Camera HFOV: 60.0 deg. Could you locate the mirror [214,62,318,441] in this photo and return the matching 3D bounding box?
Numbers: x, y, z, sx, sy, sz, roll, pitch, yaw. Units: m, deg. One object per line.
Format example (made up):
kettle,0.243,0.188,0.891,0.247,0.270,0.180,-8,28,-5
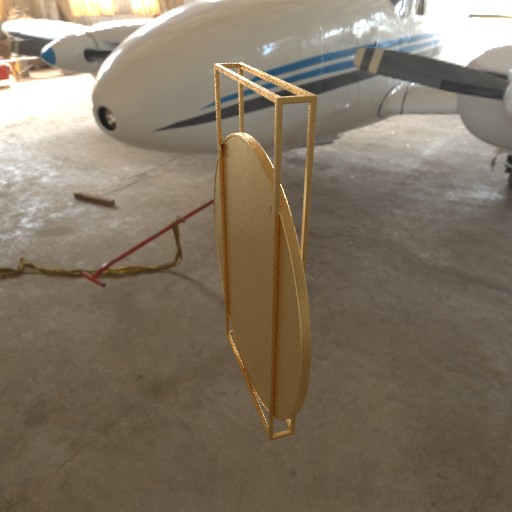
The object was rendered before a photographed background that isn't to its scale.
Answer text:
mirror,0.000,0.000,0.796,0.051,0.603,0.508,-9,32,-15
